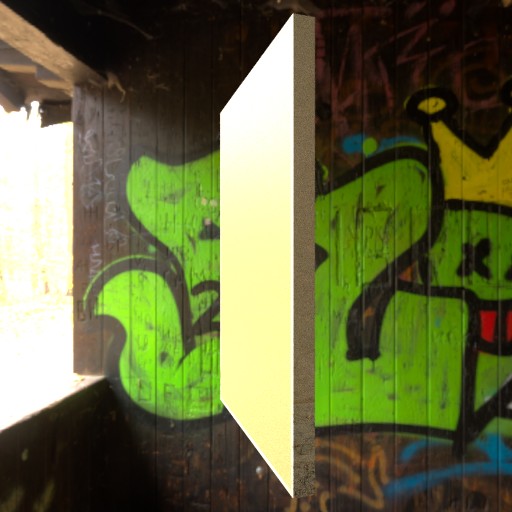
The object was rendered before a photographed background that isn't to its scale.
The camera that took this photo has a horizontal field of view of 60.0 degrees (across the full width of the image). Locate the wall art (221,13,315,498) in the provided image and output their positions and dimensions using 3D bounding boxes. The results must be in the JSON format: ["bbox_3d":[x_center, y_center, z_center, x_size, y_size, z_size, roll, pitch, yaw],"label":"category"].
[{"bbox_3d":[0.000,0.000,0.946,0.038,0.764,0.508,0,0,-18],"label":"wall art"}]
